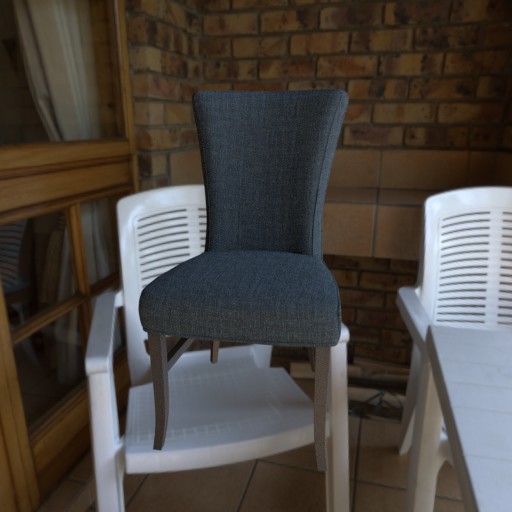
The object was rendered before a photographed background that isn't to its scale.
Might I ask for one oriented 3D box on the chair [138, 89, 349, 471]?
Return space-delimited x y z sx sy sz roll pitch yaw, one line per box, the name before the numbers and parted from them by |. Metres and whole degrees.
chair | 0.000 0.000 1.366 0.520 0.991 0.660 3 17 9
